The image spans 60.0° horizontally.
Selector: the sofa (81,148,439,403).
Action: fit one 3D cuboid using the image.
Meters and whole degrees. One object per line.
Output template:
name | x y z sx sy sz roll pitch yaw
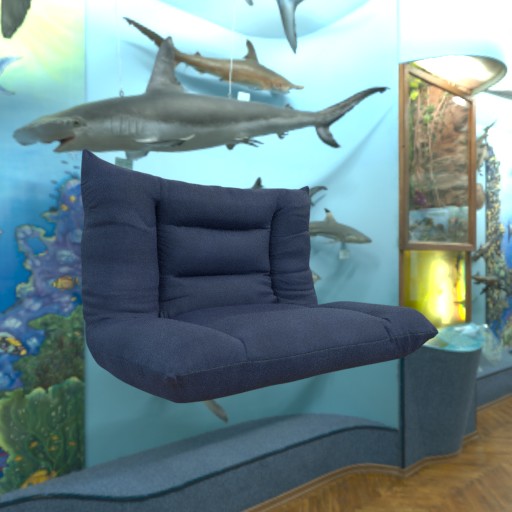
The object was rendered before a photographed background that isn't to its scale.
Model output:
sofa | 0.000 0.000 1.685 1.122 0.778 0.849 0 0 -36
